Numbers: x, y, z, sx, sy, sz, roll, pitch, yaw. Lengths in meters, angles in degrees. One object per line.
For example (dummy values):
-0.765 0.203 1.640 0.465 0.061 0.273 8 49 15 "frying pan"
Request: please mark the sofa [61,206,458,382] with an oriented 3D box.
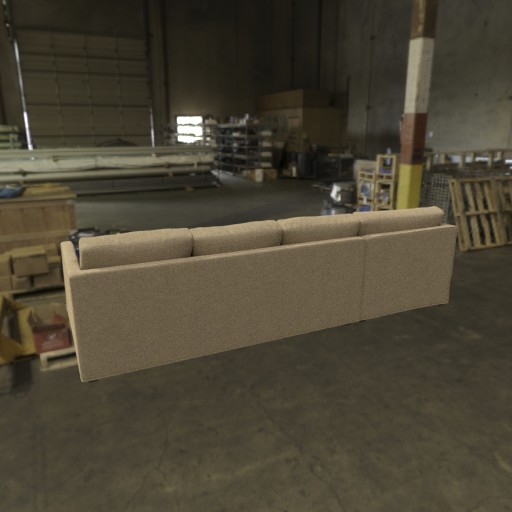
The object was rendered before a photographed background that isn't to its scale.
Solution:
0.000 0.000 3.994 3.198 0.920 1.638 -7 17 -25 "sofa"
